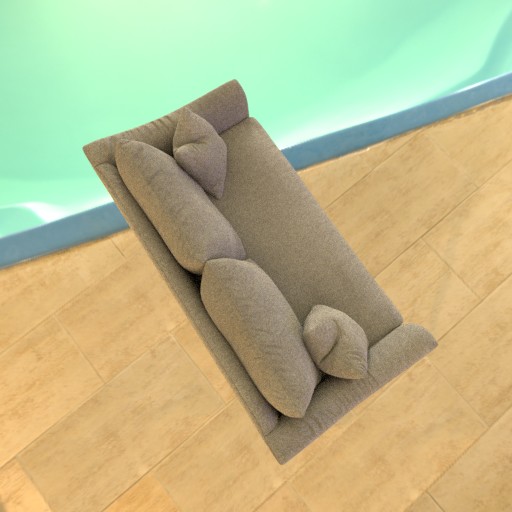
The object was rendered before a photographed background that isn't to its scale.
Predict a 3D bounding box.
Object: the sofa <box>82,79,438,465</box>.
[{"bbox_3d":[0.000,0.000,2.695,1.072,1.018,2.010,-33,77,-8],"label":"sofa"}]
